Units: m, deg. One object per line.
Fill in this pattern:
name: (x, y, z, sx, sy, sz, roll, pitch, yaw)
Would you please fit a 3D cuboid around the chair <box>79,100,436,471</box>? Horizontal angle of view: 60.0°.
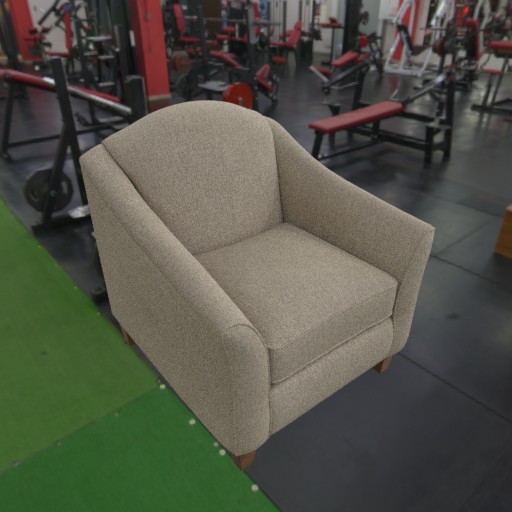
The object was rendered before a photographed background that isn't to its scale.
chair: (0.000, 0.000, 1.411, 0.763, 0.839, 0.787, -22, 37, -32)
